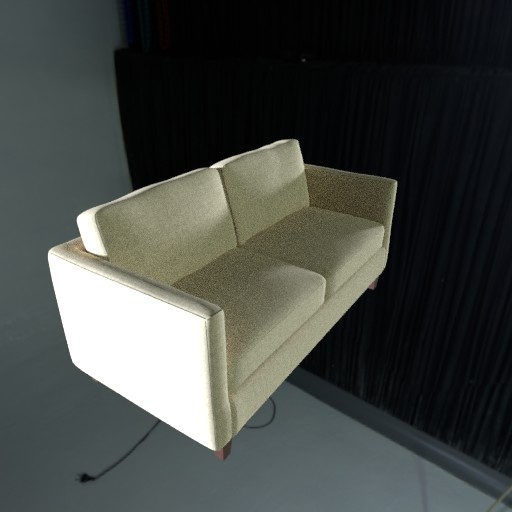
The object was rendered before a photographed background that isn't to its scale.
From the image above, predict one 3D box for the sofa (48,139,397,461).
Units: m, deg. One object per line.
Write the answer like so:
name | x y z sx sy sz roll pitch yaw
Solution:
sofa | 0.000 0.000 2.474 0.950 0.963 1.884 17 32 30
